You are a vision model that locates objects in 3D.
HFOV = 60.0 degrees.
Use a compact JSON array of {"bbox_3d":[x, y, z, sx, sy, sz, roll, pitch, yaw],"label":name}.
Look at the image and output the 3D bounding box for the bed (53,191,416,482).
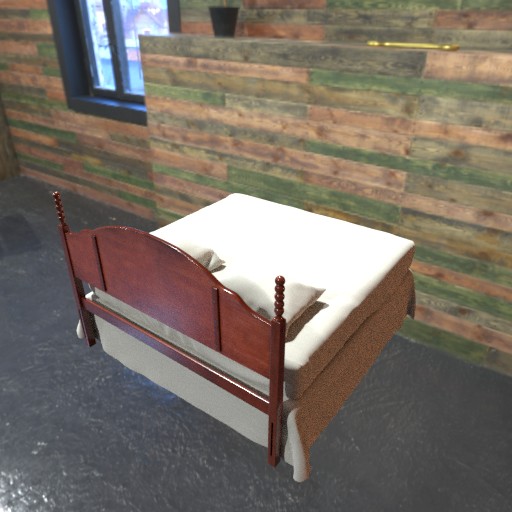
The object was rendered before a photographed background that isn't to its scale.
[{"bbox_3d":[0.000,0.000,3.655,2.322,1.355,2.219,20,35,31],"label":"bed"}]
